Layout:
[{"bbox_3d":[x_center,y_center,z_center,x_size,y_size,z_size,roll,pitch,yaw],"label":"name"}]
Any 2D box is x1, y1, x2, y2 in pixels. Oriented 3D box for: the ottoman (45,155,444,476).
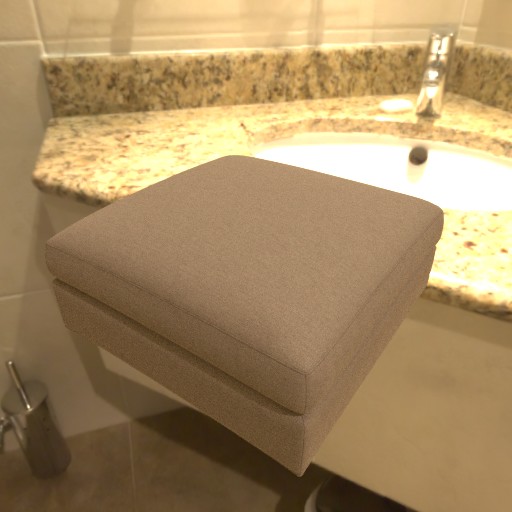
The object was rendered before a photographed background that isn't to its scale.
[{"bbox_3d":[0.000,0.000,1.617,1.041,0.470,1.041,21,38,29],"label":"ottoman"}]
